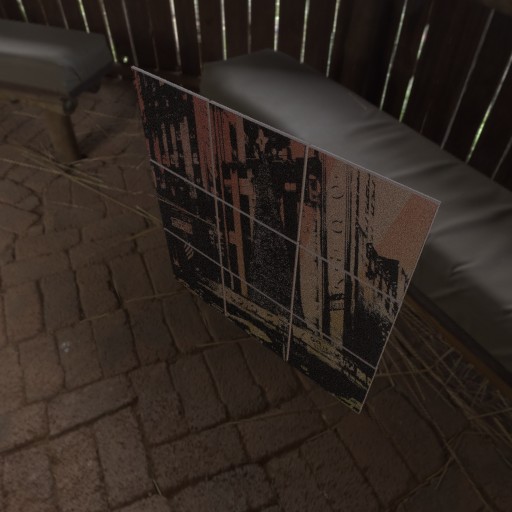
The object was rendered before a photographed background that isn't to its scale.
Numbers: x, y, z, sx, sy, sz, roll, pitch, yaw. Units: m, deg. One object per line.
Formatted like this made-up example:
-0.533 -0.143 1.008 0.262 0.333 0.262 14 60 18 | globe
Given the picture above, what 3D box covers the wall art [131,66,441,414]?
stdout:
0.000 0.000 2.280 1.527 1.521 0.017 32 54 27 | wall art
